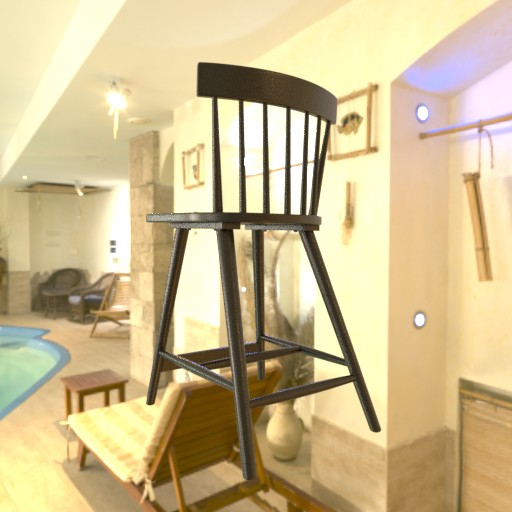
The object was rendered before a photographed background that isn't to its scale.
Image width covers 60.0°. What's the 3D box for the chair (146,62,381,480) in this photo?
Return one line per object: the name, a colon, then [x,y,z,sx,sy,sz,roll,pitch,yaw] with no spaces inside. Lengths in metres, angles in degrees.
chair: [0.000,0.000,1.295,0.483,0.952,0.572,-1,2,-35]
